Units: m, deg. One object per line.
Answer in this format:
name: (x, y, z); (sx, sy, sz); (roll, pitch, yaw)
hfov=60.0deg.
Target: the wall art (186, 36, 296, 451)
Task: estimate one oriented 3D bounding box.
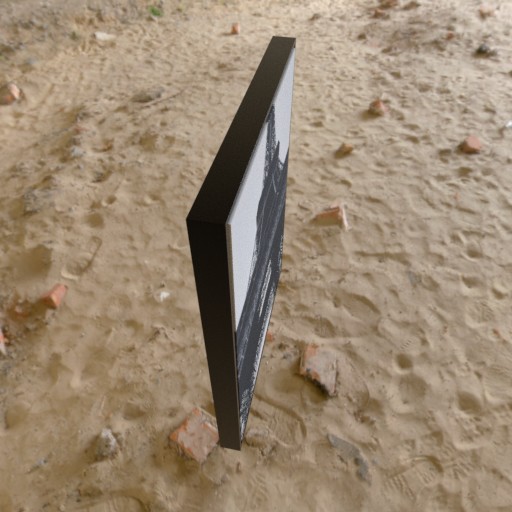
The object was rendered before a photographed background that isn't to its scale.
wall art: (0.000, 0.000, 0.756); (0.039, 0.553, 0.451); (9, 47, 8)
